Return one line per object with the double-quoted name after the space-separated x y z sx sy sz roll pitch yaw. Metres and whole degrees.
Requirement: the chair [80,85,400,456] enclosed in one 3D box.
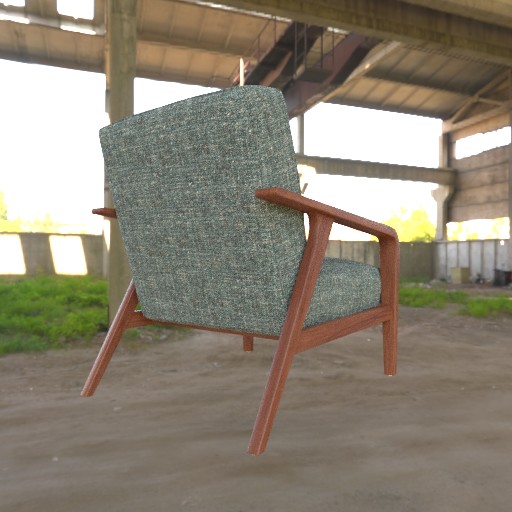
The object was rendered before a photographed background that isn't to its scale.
0.000 0.000 1.510 0.719 0.864 0.889 0 0 37 "chair"
